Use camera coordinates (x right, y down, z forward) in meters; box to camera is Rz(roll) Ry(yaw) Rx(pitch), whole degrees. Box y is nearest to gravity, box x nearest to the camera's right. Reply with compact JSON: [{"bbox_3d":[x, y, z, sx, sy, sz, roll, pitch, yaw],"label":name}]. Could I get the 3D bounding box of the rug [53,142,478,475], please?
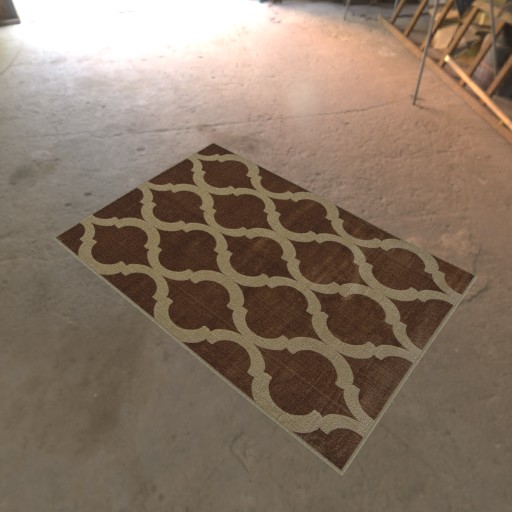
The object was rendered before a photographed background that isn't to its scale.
[{"bbox_3d":[0.000,0.000,2.838,2.290,0.014,1.526,32,54,27],"label":"rug"}]
